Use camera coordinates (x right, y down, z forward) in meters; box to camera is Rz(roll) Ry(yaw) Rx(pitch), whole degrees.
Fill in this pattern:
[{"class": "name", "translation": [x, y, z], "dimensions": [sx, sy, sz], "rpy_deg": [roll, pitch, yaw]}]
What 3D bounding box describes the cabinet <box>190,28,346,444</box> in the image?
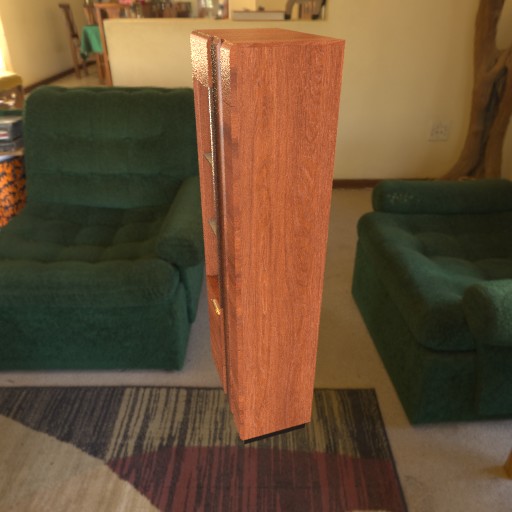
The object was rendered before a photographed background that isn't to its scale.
[{"class": "cabinet", "translation": [0.000, 0.000, 2.208], "dimensions": [0.420, 1.980, 0.660], "rpy_deg": [-9, 32, -15]}]
